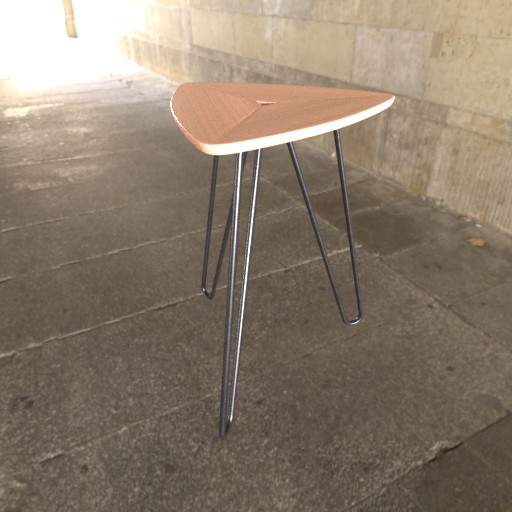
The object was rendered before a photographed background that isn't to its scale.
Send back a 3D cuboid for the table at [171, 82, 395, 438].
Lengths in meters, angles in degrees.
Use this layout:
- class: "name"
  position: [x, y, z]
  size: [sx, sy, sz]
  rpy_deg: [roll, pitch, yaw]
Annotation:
- class: "table"
  position: [0.000, 0.000, 0.875]
  size: [0.442, 0.564, 0.455]
  rpy_deg: [9, 32, 14]
